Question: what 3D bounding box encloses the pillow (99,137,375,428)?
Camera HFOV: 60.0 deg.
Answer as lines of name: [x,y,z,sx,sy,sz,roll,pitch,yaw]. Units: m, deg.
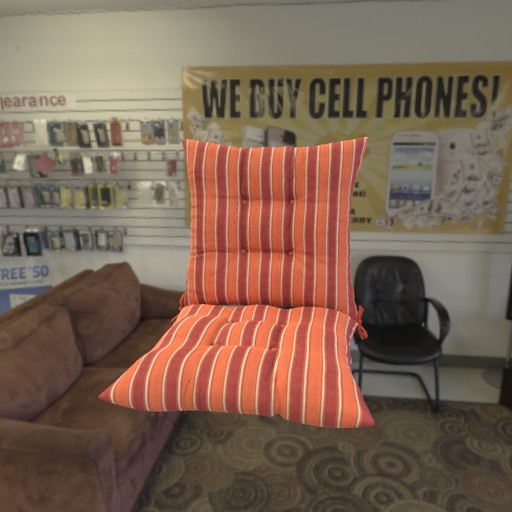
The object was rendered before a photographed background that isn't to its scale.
pillow: [0.000,0.000,1.012,0.541,0.536,0.585,2,13,10]
